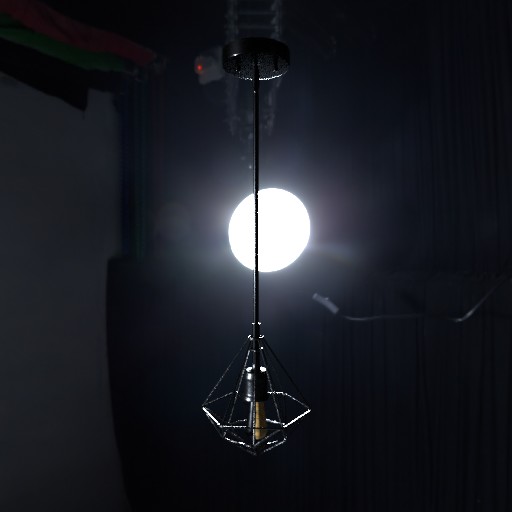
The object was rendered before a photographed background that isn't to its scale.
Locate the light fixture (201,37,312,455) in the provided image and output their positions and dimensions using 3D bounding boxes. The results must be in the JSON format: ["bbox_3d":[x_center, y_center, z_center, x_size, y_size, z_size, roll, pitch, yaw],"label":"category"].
[{"bbox_3d":[0.000,0.000,1.944,0.431,1.764,0.487,1,1,35],"label":"light fixture"}]
